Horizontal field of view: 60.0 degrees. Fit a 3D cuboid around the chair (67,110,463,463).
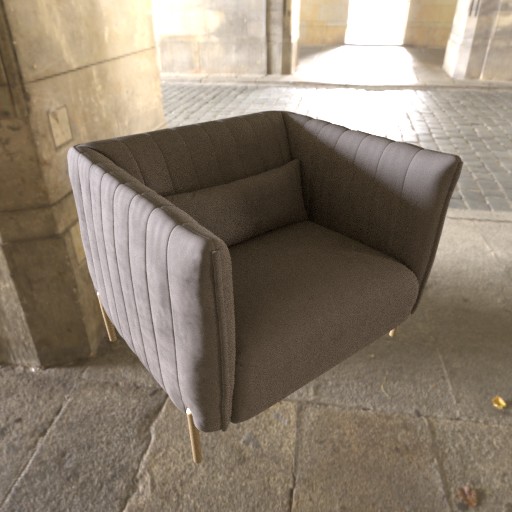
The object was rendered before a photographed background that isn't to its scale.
[{"bbox_3d":[0.000,0.000,1.558,0.981,0.779,0.873,-21,37,-32],"label":"chair"}]
